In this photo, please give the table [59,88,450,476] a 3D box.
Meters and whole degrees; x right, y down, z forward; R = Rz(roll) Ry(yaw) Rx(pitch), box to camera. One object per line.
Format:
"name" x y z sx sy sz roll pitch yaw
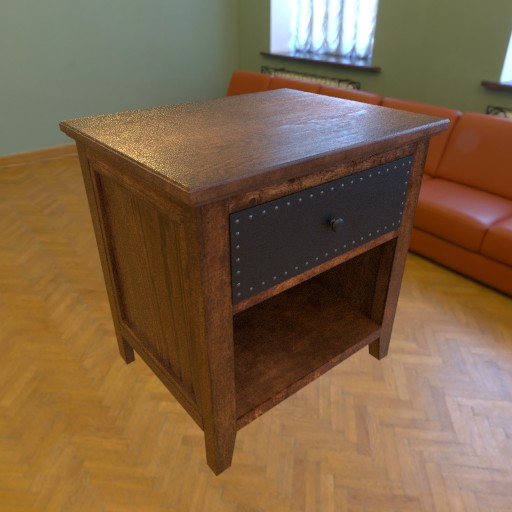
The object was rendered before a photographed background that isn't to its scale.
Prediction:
"table" 0.000 0.000 0.989 0.586 0.597 0.461 -22 37 -33
